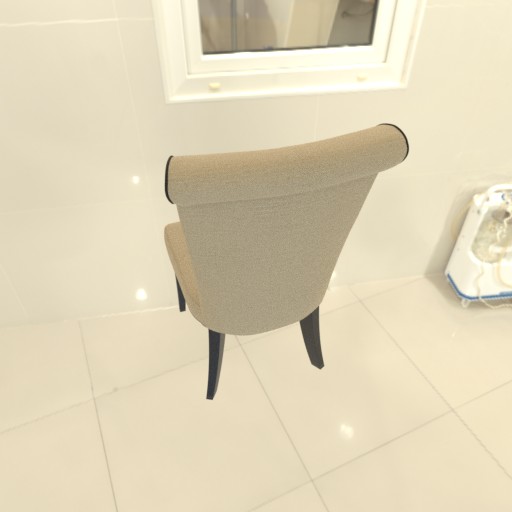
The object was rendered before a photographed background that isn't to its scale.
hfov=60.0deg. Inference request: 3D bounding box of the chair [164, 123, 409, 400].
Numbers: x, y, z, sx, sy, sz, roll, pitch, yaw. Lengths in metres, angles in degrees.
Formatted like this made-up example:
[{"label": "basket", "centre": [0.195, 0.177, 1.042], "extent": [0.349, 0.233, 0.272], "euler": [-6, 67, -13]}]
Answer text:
[{"label": "chair", "centre": [0.000, 0.000, 1.375], "extent": [0.522, 0.997, 0.623], "euler": [-12, 43, -13]}]
